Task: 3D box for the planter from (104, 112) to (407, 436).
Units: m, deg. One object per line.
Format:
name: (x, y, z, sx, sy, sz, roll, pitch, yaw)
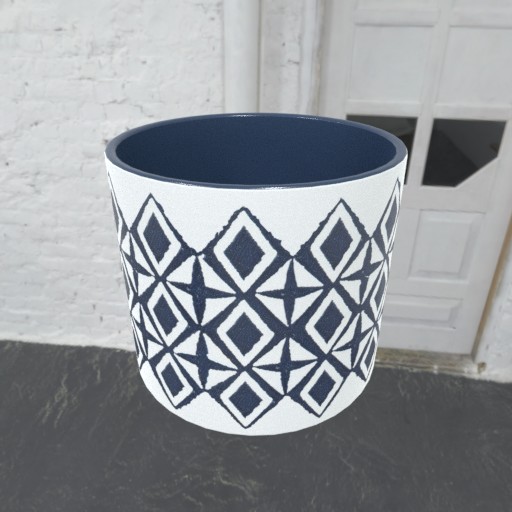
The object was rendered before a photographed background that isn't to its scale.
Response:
planter: (0.000, 0.000, 0.314, 0.182, 0.165, 0.182, 0, 28, 0)
